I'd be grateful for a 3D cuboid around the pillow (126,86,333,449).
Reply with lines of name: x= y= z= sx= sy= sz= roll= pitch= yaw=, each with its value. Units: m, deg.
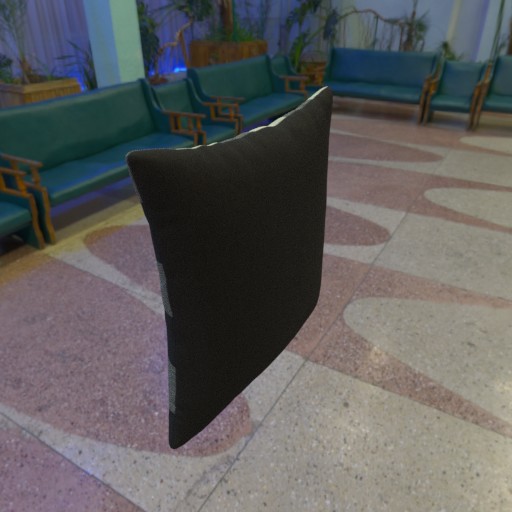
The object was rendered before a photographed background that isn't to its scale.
pillow: x=0.000 y=0.000 z=0.797 sx=0.161 sy=0.509 sz=0.511 roll=19 pitch=35 yaw=29
